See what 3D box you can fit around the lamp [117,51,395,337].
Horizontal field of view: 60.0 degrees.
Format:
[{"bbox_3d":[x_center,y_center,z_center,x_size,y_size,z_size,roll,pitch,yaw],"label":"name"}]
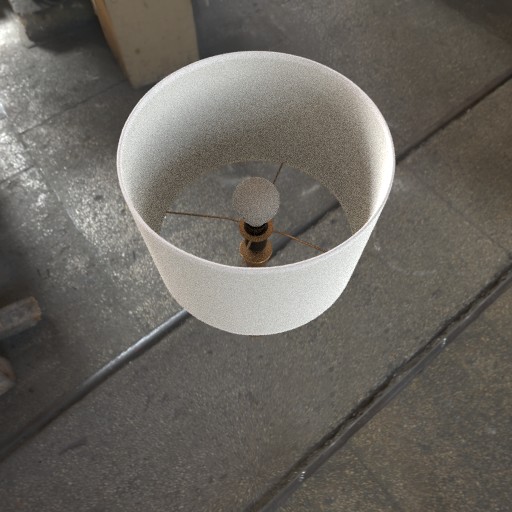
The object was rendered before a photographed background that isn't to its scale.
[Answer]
[{"bbox_3d":[0.000,0.000,0.643,0.268,0.479,0.268,16,64,8],"label":"lamp"}]
